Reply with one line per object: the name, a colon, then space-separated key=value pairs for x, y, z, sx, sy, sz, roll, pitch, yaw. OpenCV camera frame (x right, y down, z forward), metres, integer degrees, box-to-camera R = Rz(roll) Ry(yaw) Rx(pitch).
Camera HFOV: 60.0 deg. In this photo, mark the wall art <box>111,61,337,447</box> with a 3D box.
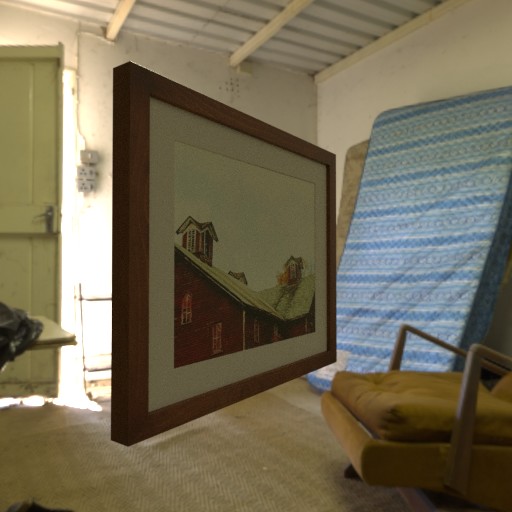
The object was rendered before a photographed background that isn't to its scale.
wall art: x=0.000 y=0.000 z=0.760 sx=0.033 sy=0.457 sz=0.558 roll=-1 pitch=-1 yaw=36
